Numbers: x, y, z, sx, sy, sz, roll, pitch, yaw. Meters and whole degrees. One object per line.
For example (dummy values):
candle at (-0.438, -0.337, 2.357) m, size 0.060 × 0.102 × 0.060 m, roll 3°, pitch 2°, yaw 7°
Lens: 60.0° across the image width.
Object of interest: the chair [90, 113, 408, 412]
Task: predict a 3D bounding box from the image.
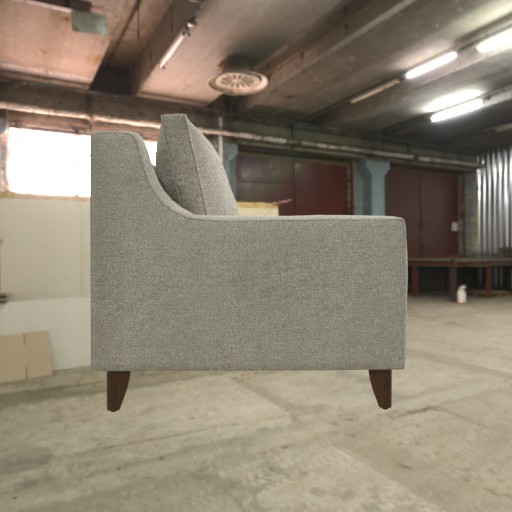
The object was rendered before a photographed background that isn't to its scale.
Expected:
chair at (0.000, 0.000, 1.617) m, size 0.918 × 0.864 × 0.838 m, roll 0°, pitch 1°, yaw 0°
